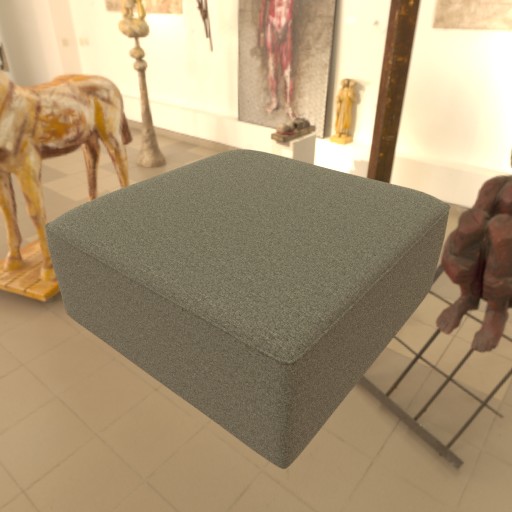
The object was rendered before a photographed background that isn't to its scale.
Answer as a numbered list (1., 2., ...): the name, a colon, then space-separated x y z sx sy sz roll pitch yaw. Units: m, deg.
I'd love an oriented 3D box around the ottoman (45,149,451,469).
1. ottoman: 0.000 0.000 1.590 1.005 0.464 1.015 23 38 32
